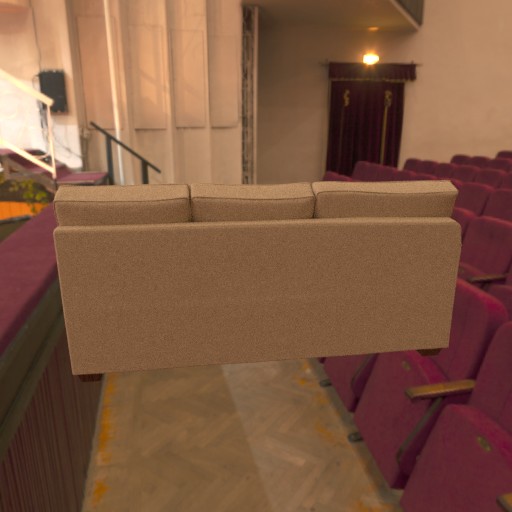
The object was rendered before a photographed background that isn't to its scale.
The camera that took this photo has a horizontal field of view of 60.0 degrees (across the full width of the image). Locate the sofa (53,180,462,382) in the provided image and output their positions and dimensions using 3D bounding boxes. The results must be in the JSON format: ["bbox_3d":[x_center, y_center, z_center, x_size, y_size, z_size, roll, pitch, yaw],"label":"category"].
[{"bbox_3d":[0.000,0.000,2.608,1.962,0.946,1.034,-2,16,-8],"label":"sofa"}]
